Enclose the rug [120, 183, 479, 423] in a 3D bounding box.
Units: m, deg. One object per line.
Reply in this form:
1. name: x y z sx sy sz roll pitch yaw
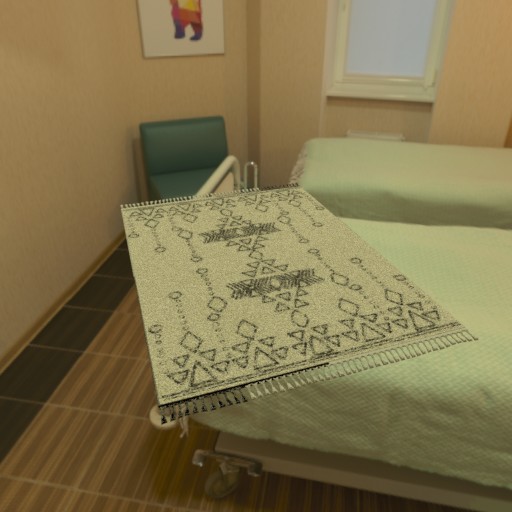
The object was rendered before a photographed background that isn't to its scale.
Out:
1. rug: 0.000 0.000 2.963 1.600 0.013 2.312 -10 32 -16
